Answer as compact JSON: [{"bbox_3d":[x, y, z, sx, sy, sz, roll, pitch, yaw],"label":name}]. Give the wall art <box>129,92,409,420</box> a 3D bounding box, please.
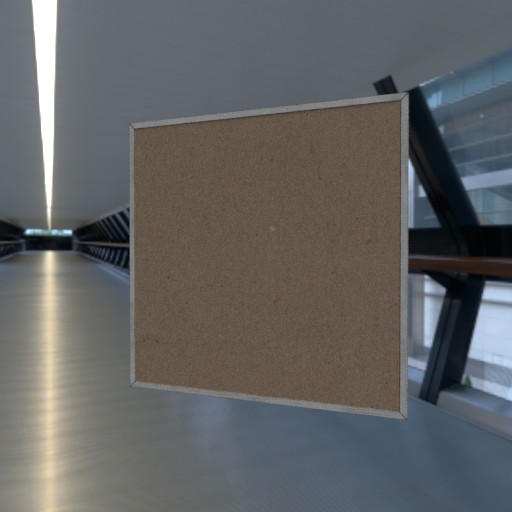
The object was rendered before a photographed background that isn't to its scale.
[{"bbox_3d":[0.000,0.000,1.174,0.762,0.762,0.038,0,1,19],"label":"wall art"}]
